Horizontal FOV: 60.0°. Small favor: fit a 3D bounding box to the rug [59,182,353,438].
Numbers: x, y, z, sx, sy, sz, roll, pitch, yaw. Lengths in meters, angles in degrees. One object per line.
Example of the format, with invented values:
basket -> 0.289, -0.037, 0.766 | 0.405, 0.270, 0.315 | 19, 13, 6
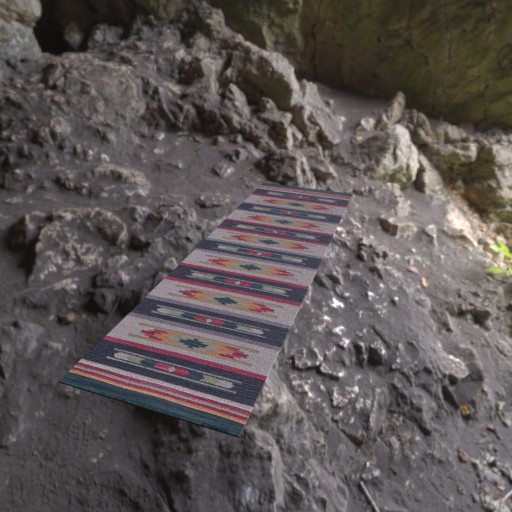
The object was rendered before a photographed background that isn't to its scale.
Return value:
rug -> 0.000, 0.000, 2.617 | 0.760, 0.009, 2.440 | 10, 30, 17
